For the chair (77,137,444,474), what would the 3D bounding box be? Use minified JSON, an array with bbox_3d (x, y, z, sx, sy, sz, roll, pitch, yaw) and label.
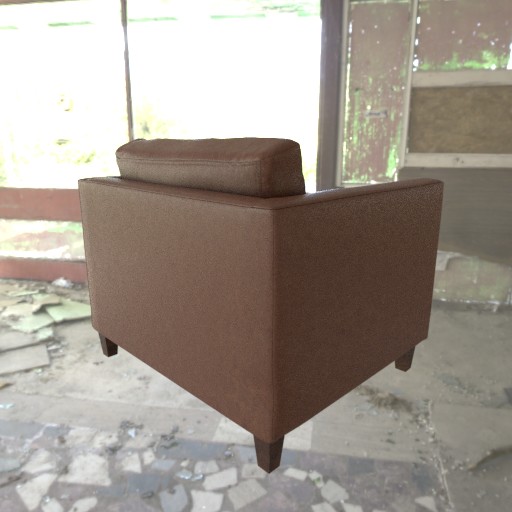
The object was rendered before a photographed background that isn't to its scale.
[{"bbox_3d":[0.000,0.000,1.764,0.959,0.917,1.107,-14,21,-43],"label":"chair"}]
